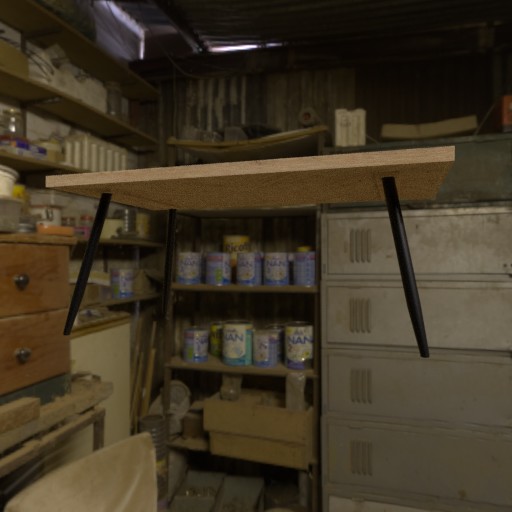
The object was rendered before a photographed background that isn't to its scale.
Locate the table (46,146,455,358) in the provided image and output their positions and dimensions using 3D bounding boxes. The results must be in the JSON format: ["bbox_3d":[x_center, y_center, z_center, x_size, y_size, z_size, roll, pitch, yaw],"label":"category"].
[{"bbox_3d":[0.000,0.000,2.320,1.803,0.762,0.991,0,-1,18],"label":"table"}]
